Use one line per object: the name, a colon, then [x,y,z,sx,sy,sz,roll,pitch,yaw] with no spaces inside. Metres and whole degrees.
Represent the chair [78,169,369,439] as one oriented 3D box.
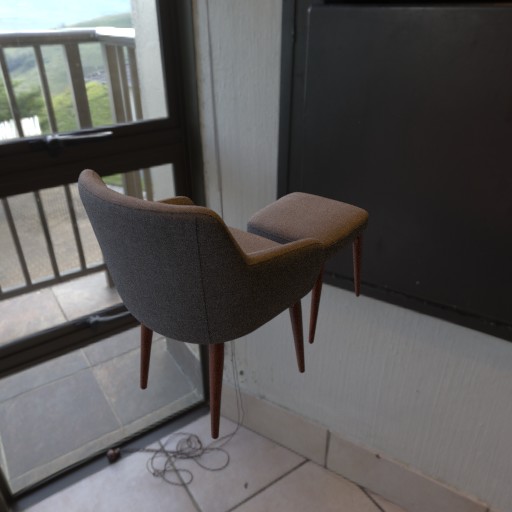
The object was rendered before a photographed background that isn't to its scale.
chair: [0.000,0.000,1.566,0.584,0.799,1.107,21,35,32]
